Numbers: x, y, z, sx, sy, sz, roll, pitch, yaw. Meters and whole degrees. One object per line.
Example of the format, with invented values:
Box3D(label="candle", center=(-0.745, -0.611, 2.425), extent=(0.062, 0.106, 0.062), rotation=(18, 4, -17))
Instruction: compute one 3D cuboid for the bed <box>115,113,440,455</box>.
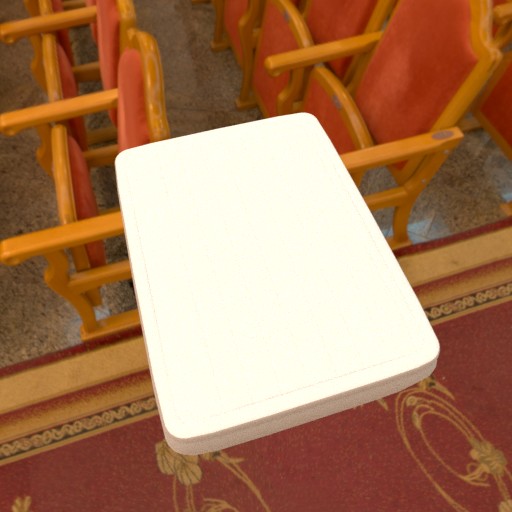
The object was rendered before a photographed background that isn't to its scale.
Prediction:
Box3D(label="bed", center=(0.000, 0.000, 2.778), extent=(1.520, 0.460, 2.036), rotation=(-15, 59, -9))
